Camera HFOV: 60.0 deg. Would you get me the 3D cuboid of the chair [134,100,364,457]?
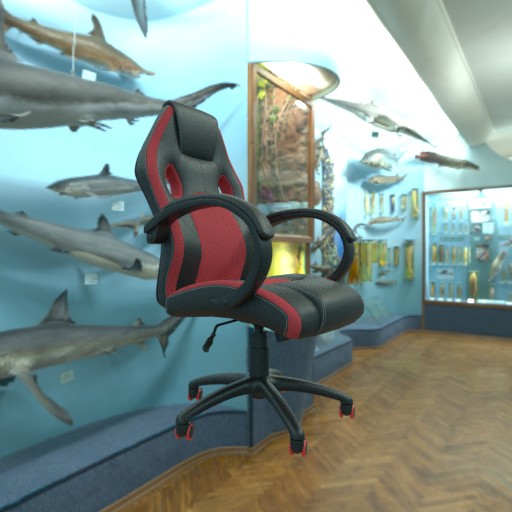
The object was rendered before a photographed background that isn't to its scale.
[{"bbox_3d":[0.000,0.000,1.614,0.724,1.187,0.673,1,1,35],"label":"chair"}]
